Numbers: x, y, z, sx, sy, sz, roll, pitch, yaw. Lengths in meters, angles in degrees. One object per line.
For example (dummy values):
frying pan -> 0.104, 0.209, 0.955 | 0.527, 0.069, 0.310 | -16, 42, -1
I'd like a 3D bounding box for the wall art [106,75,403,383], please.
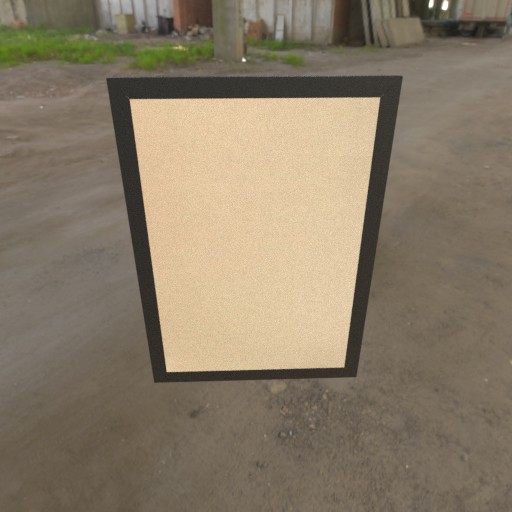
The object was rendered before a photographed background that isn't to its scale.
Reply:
wall art -> 0.000, 0.000, 0.700 | 0.379, 0.530, 0.008 | -1, 30, -2
